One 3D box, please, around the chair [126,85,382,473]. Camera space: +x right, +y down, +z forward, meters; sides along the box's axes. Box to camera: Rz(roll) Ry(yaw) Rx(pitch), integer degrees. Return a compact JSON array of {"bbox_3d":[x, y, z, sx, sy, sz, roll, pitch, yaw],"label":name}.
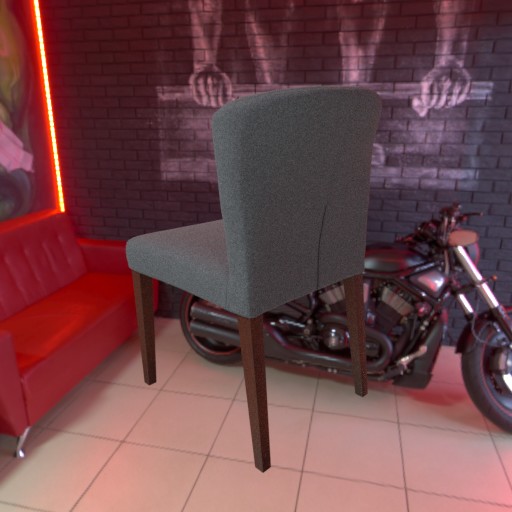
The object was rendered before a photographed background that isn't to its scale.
[{"bbox_3d":[0.000,0.000,1.207,0.491,0.839,0.592,-16,23,-42],"label":"chair"}]
